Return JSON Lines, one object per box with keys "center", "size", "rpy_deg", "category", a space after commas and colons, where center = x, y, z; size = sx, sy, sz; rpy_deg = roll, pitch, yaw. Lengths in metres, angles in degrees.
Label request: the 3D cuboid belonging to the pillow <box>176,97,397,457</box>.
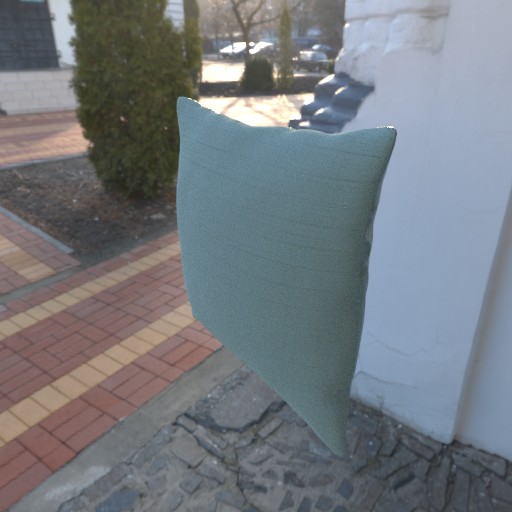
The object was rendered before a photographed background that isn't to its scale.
{"center": [0.000, 0.000, 0.721], "size": [0.175, 0.464, 0.470], "rpy_deg": [-17, 30, -32], "category": "pillow"}
